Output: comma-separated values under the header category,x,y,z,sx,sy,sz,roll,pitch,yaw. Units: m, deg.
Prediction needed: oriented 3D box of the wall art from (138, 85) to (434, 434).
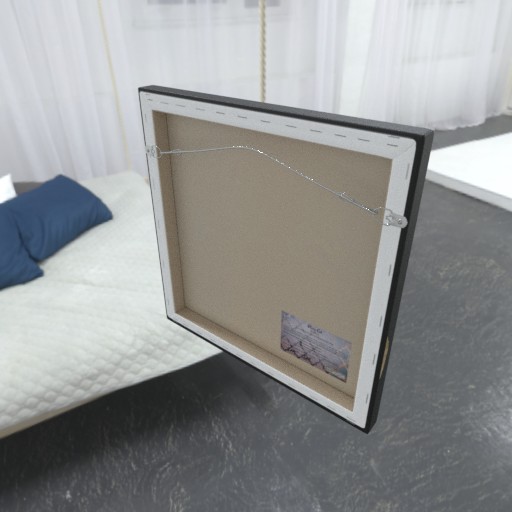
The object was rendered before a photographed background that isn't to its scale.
category,x,y,z,sx,sy,sz,roll,pitch,yaw
wall art,0.000,0.000,0.925,0.610,0.611,0.043,22,37,33
